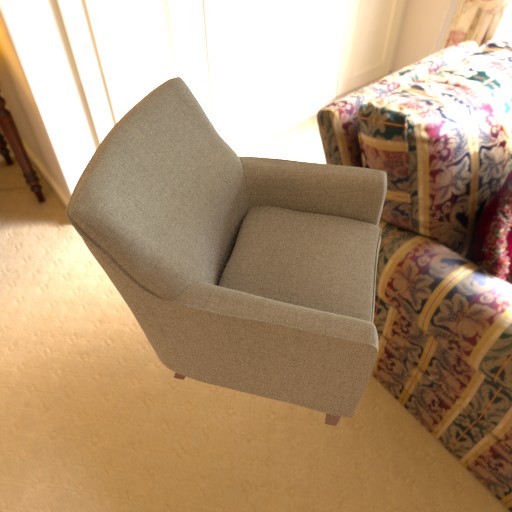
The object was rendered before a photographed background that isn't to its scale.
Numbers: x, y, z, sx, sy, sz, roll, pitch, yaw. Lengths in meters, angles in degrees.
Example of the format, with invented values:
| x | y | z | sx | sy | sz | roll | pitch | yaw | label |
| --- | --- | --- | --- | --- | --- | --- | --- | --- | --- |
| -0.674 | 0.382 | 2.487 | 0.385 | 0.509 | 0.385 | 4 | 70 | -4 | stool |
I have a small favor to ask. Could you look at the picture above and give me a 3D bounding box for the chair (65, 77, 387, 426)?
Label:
| x | y | z | sx | sy | sz | roll | pitch | yaw | label |
| --- | --- | --- | --- | --- | --- | --- | --- | --- | --- |
| 0.000 | 0.000 | 1.784 | 0.993 | 1.047 | 0.887 | 10 | 48 | 9 | chair |
